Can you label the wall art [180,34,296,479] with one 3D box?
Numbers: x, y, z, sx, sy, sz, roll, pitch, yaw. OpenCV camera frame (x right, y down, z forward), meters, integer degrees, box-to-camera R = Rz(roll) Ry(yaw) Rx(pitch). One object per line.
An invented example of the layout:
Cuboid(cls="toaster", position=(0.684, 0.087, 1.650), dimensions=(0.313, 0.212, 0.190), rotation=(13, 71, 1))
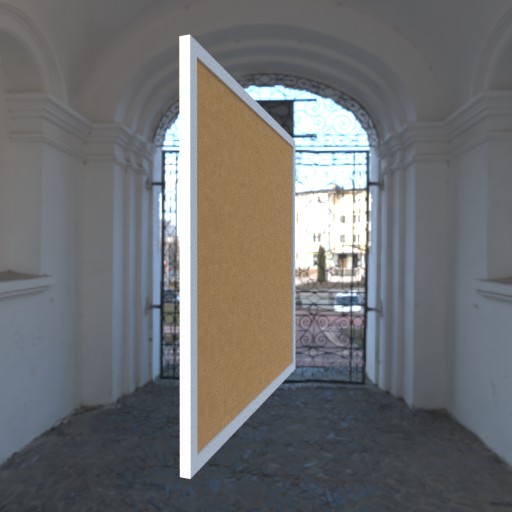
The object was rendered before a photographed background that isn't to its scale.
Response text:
Cuboid(cls="wall art", position=(0.000, 0.000, 0.675), dimensions=(0.012, 0.457, 0.457), rotation=(0, 0, 19))
